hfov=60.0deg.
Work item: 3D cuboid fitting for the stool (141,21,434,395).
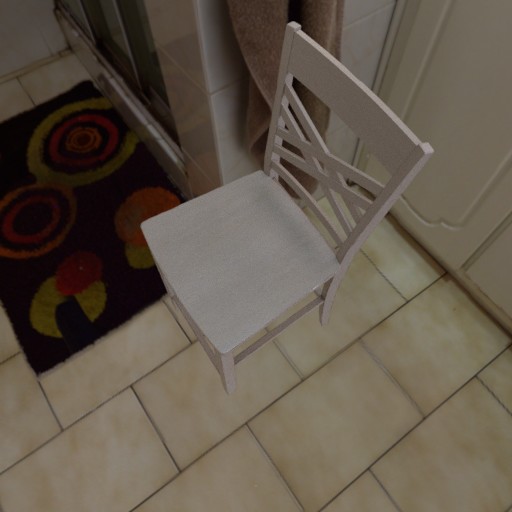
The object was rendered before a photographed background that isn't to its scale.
[{"bbox_3d":[0.000,0.000,1.344,0.539,1.079,0.462,-30,67,-15],"label":"stool"}]
